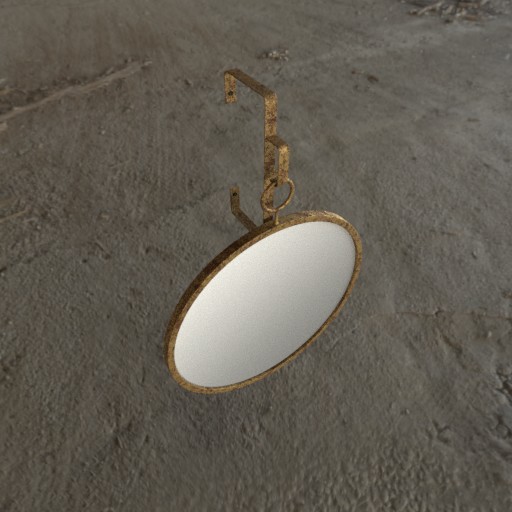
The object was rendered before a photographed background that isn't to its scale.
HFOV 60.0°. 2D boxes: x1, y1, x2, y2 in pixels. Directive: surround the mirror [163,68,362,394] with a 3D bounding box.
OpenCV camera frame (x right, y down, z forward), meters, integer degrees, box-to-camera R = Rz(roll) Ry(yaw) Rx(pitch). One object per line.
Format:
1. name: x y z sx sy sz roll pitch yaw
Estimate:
1. mirror: 0.000 0.000 0.831 0.447 0.651 0.144 -24 50 -23
